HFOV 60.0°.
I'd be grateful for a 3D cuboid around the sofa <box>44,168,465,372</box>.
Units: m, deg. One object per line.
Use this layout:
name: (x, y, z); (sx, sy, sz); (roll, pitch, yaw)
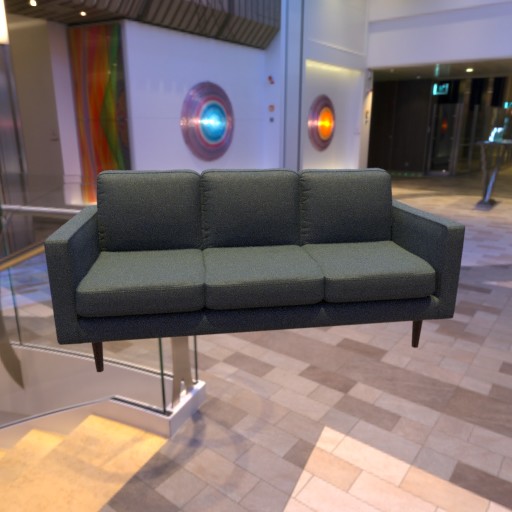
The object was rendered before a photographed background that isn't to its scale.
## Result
sofa: (0.000, 0.000, 2.545); (2.013, 0.945, 0.935); (-2, 16, -8)
